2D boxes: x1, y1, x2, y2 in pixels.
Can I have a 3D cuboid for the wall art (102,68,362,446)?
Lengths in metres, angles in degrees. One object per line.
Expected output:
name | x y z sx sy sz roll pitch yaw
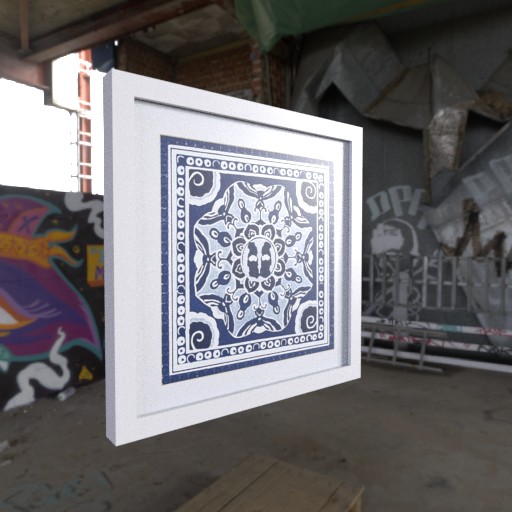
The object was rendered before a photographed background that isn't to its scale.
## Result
wall art | 0.000 0.000 0.533 0.355 0.355 0.027 -1 2 -37
